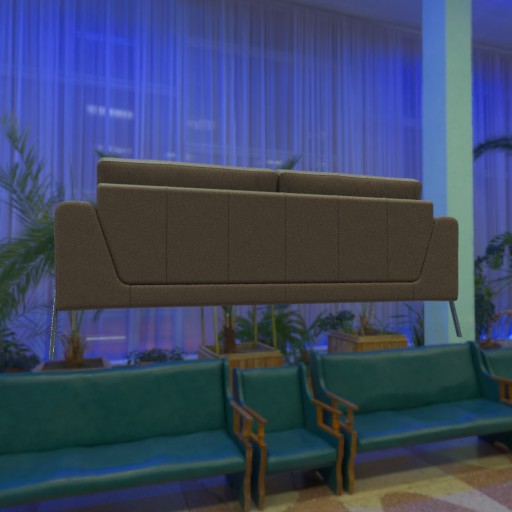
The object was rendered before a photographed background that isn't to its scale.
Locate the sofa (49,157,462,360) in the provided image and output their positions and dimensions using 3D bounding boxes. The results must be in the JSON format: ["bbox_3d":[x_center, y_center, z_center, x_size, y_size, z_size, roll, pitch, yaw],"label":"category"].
[{"bbox_3d":[0.000,0.000,2.523,2.017,0.875,0.953,1,-2,-17],"label":"sofa"}]
